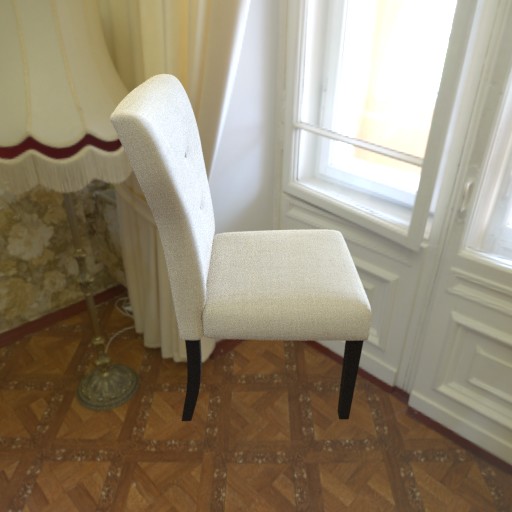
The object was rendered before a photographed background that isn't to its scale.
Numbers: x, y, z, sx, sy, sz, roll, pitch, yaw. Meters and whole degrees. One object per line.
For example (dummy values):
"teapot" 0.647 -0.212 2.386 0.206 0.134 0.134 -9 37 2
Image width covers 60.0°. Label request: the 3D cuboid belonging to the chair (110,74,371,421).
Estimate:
"chair" 0.000 0.000 1.280 0.597 0.921 0.509 -1 31 -1
